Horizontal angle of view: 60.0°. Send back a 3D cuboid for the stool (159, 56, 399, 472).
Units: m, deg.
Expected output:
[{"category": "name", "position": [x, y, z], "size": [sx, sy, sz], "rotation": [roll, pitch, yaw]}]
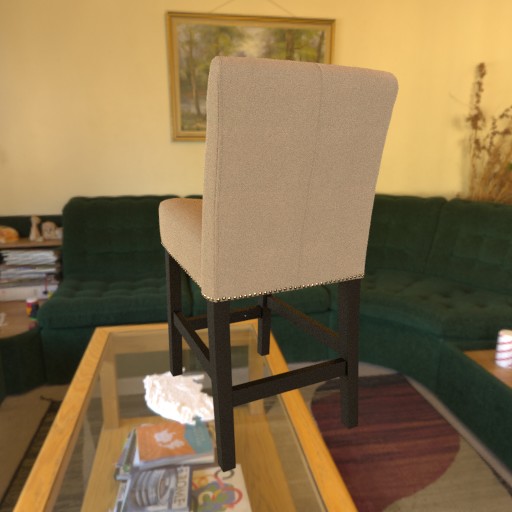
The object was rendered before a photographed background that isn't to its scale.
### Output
[{"category": "stool", "position": [0.000, 0.000, 1.183], "size": [0.427, 0.885, 0.571], "rotation": [-7, 16, -26]}]
